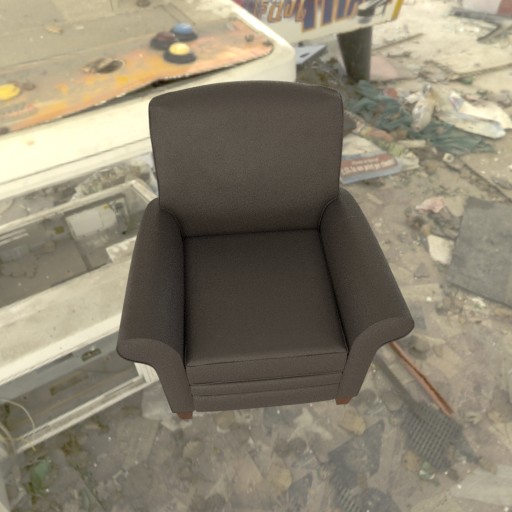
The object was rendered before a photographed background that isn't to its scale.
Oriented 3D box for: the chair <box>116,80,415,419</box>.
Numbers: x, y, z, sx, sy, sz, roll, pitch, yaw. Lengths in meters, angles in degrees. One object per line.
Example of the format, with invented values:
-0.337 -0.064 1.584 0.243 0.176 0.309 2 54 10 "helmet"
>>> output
0.000 0.000 1.782 0.978 1.061 0.902 -4 46 -4 "chair"
